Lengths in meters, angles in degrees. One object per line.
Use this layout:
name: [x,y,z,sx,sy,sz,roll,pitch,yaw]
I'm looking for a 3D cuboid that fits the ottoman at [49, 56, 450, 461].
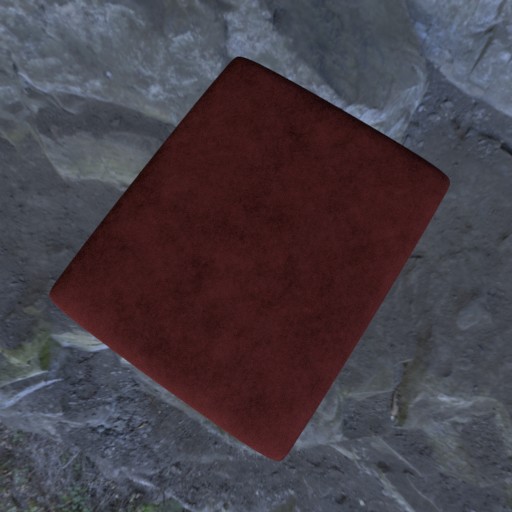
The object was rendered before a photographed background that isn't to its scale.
ottoman: [0.000,0.000,1.210,0.650,0.462,0.782,33,78,8]
